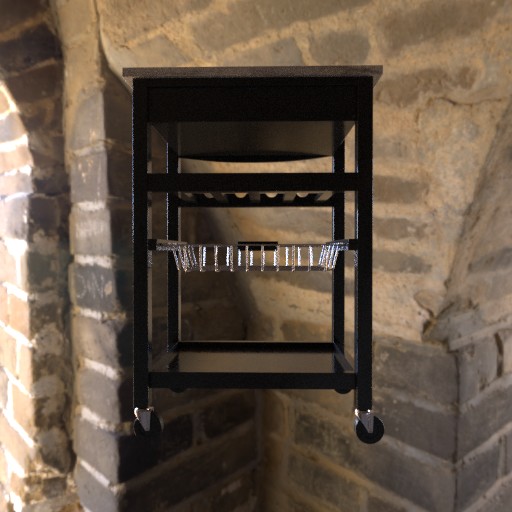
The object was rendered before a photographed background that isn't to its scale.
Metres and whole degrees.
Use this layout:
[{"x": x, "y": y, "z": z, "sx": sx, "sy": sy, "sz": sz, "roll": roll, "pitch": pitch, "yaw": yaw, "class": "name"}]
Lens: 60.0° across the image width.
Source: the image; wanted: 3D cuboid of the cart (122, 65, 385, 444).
[{"x": 0.000, "y": 0.000, "z": 1.180, "sx": 0.584, "sy": 0.839, "sz": 0.403, "roll": 0, "pitch": 1, "yaw": 1, "class": "cart"}]
